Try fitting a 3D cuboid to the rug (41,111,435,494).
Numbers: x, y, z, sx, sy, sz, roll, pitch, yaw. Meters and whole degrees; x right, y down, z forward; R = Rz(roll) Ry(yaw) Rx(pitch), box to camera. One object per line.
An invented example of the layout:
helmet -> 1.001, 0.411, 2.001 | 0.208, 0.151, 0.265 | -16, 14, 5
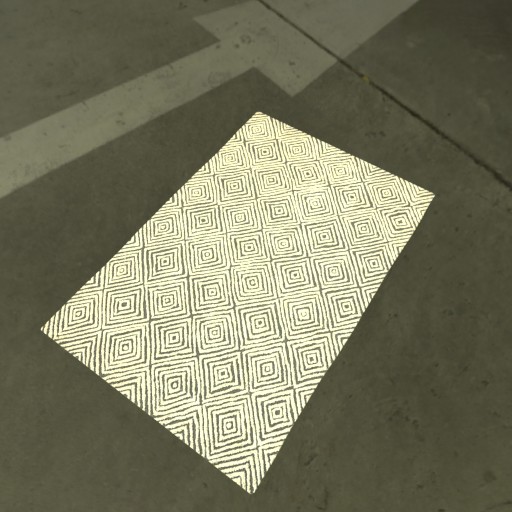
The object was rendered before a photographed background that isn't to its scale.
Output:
rug -> 0.000, 0.000, 2.211 | 1.177, 0.004, 1.750 | 30, 63, 17
